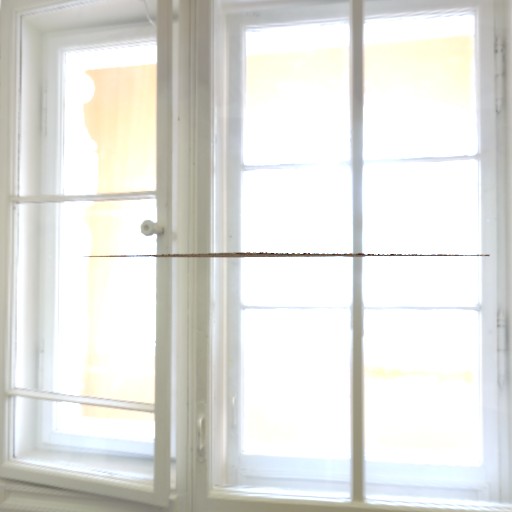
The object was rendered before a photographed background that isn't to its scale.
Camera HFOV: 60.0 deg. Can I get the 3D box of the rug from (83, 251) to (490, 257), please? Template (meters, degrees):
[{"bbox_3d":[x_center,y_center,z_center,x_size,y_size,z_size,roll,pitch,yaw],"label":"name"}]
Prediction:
[{"bbox_3d":[0.000,0.000,4.304,2.439,0.015,3.274,0,-1,-35],"label":"rug"}]
